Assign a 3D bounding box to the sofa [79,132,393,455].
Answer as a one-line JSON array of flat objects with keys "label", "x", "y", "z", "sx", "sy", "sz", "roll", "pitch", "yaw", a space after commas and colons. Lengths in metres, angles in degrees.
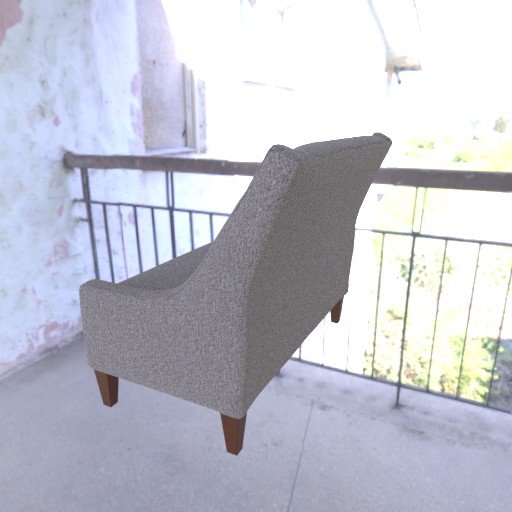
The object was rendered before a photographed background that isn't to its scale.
[{"label": "sofa", "x": 0.000, "y": 0.000, "z": 1.939, "sx": 0.862, "sy": 1.026, "sz": 1.242, "roll": 9, "pitch": 19, "yaw": 26}]
